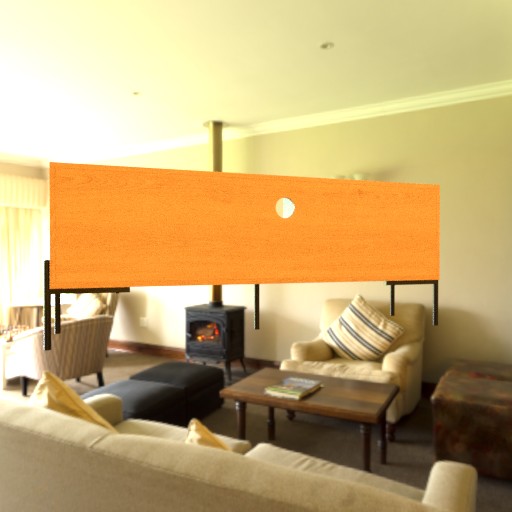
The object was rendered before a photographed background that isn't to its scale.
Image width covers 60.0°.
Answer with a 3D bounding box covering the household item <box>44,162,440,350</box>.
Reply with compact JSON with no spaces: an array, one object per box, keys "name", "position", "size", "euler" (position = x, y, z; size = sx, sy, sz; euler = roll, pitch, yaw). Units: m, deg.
[{"name":"household item","position":[0.000,0.000,1.826],"size":[1.550,0.600,0.400],"euler":[0,0,-19]}]
